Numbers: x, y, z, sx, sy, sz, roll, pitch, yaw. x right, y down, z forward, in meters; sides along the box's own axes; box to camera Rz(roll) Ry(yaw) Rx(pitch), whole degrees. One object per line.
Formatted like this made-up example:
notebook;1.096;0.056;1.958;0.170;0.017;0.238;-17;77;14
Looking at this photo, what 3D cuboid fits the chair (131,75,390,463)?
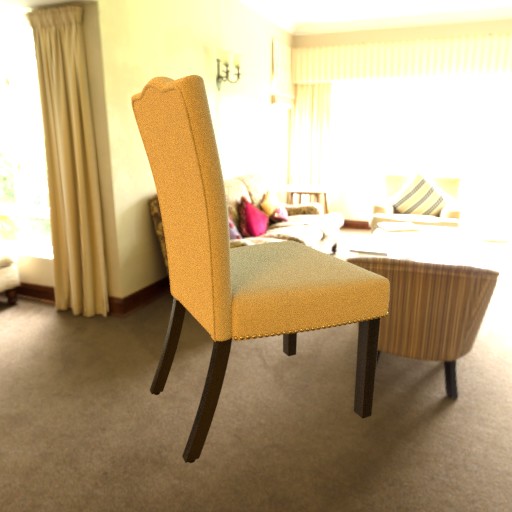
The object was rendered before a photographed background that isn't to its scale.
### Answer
chair;0.000;0.000;1.290;0.589;0.946;0.518;-8;17;-26
